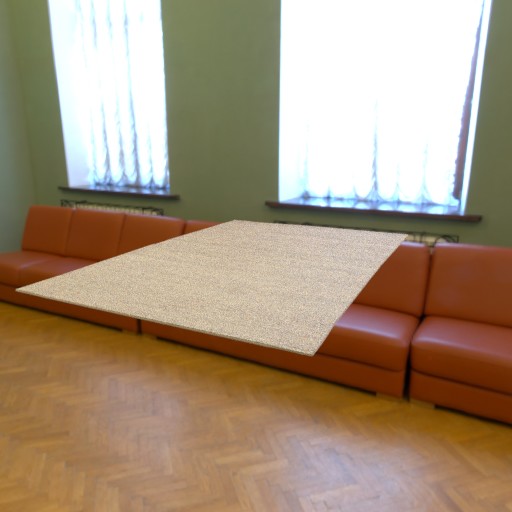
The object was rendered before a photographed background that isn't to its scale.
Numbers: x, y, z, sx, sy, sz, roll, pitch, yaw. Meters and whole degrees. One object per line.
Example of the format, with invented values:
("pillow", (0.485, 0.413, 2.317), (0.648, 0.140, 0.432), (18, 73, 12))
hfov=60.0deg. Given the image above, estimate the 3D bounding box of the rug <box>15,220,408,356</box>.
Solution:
("rug", (0.000, 0.000, 2.936), (1.609, 0.030, 2.342), (7, 16, 26))
